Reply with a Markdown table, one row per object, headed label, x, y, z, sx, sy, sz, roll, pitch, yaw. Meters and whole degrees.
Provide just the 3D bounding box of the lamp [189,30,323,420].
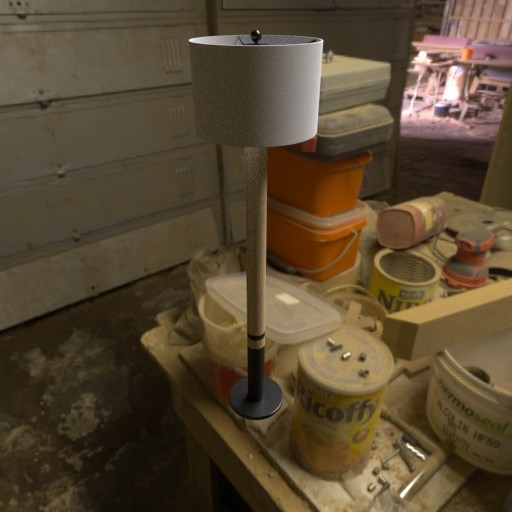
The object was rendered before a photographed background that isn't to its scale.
| label | x | y | z | sx | sy | sz | roll | pitch | yaw |
| --- | --- | --- | --- | --- | --- | --- | --- | --- | --- |
| lamp | 0.000 | 0.000 | 1.625 | 0.381 | 1.478 | 0.381 | -21 | 36 | -31 |
